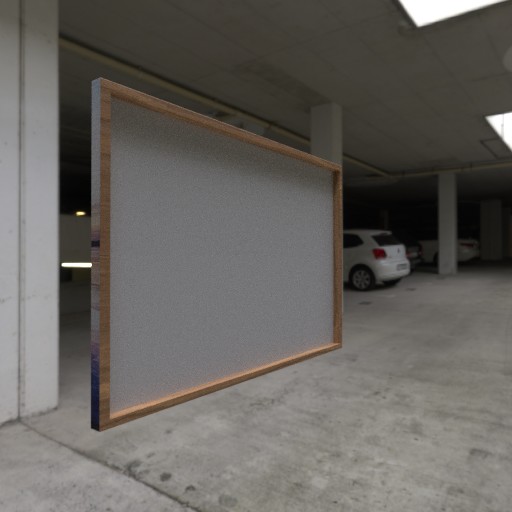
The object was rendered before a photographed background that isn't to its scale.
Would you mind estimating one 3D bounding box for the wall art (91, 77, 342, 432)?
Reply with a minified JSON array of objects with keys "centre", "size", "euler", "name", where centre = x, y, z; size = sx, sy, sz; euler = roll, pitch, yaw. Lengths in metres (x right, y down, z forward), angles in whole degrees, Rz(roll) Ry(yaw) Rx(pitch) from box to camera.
[{"centre":[0.000,0.000,0.747],"size":[0.018,0.402,0.604],"euler":[0,-1,37],"name":"wall art"}]
